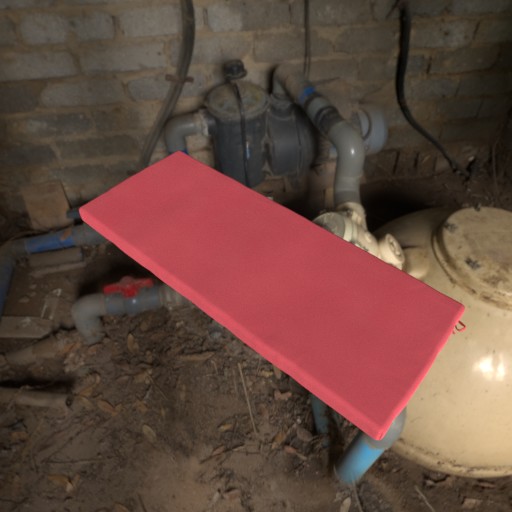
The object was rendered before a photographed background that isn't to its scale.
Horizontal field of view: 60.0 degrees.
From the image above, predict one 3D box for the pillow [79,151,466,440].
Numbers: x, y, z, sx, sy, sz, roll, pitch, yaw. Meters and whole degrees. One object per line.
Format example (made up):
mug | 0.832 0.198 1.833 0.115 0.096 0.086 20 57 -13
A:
pillow | 0.000 0.000 1.356 1.187 0.081 0.492 32 55 26
